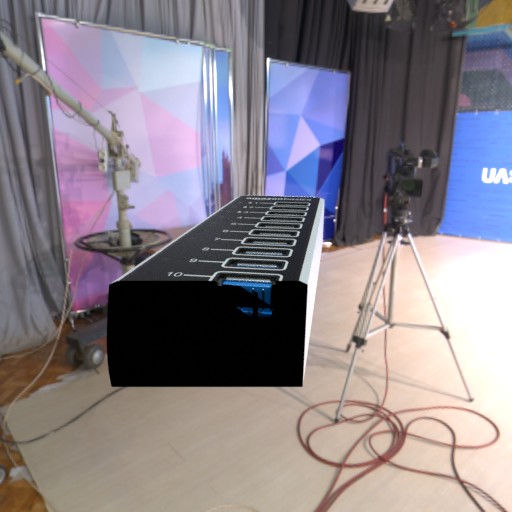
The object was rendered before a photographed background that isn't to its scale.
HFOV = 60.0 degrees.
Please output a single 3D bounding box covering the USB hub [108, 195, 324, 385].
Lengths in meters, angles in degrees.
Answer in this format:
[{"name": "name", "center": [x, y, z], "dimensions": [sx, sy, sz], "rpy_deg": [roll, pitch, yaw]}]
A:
[{"name": "USB hub", "center": [0.000, 0.000, 0.161], "dimensions": [0.044, 0.023, 0.145], "rpy_deg": [3, 16, 10]}]
